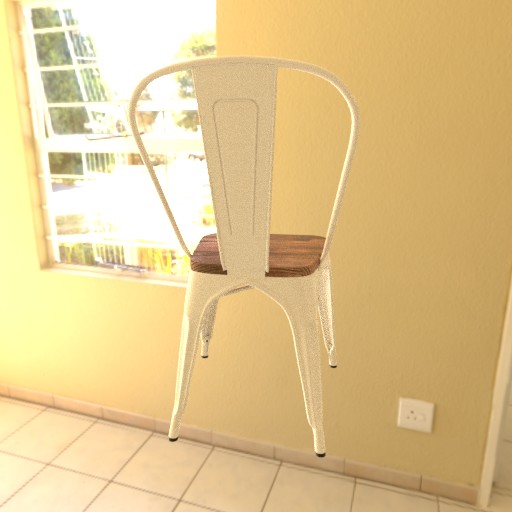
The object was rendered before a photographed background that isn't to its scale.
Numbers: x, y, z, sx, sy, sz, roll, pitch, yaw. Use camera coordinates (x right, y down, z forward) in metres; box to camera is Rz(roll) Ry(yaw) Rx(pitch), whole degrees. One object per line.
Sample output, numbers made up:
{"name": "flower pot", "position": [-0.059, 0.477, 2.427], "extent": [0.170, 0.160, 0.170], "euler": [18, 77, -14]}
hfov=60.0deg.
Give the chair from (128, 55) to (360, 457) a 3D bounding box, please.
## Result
{"name": "chair", "position": [0.000, 0.000, 1.119], "extent": [0.452, 0.851, 0.521], "euler": [2, 15, 8]}
